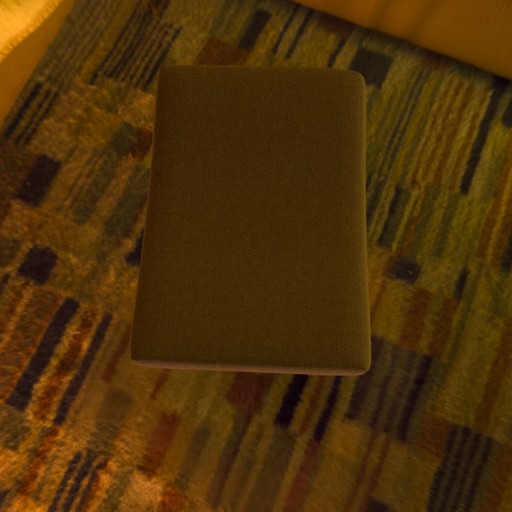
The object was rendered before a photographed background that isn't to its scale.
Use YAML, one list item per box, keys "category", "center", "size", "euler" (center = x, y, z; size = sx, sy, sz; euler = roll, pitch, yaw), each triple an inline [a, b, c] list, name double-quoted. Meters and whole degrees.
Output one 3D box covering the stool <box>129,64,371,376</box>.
- category: "stool"
  center: [0.000, 0.000, 0.963]
  size: [0.356, 0.660, 0.508]
  euler: [2, 77, 1]
